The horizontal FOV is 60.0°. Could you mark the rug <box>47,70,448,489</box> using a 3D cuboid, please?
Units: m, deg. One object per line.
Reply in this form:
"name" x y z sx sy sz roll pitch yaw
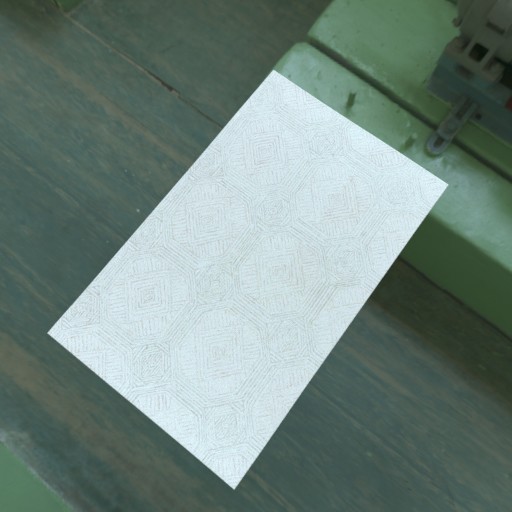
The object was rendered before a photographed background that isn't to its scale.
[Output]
"rug" 0.000 0.000 2.972 1.524 0.008 2.440 36 79 8
